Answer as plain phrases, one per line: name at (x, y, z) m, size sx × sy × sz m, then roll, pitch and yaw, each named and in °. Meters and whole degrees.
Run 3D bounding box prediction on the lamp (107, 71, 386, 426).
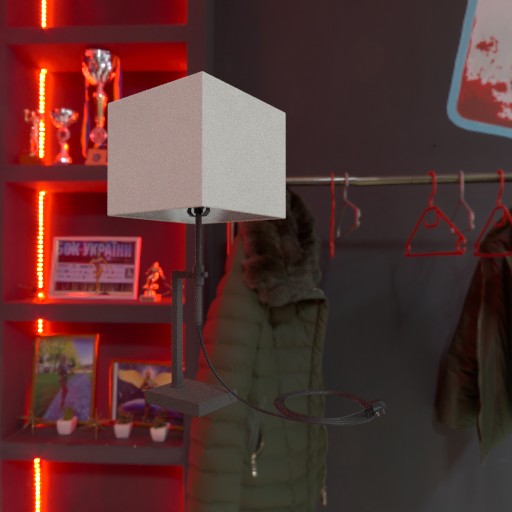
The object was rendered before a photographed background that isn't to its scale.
lamp at (0.000, 0.000, 0.969) m, size 0.504 × 0.660 × 0.399 m, roll 0°, pitch -1°, yaw 36°
